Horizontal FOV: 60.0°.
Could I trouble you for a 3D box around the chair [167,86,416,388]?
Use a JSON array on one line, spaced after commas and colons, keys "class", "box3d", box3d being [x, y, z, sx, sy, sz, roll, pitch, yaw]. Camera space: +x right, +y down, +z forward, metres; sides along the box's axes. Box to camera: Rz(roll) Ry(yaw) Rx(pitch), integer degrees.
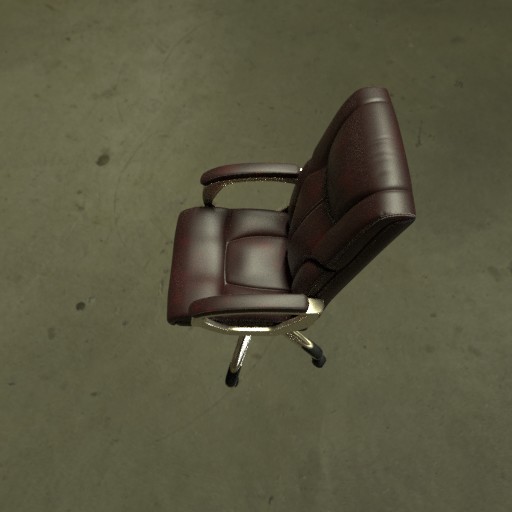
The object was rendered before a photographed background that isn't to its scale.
[{"class": "chair", "box3d": [0.000, 0.000, 1.566, 0.739, 1.107, 0.662, 0, 59, 0]}]
